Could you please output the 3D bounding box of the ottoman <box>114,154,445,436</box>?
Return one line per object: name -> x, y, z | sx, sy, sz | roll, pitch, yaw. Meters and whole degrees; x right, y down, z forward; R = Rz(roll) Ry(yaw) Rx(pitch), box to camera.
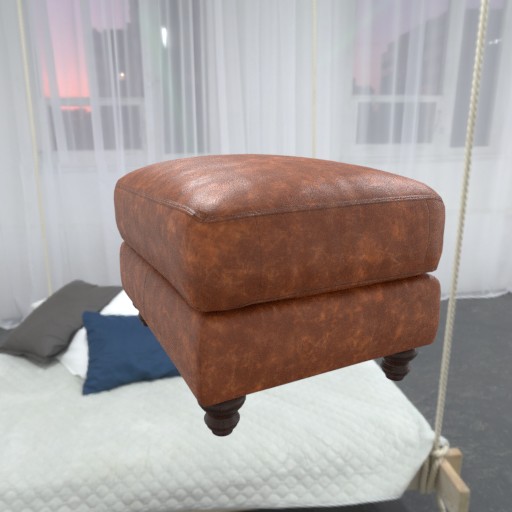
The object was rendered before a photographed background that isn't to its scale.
ottoman -> 0.000, 0.000, 1.258 | 0.657, 0.562, 0.832 | -7, 16, -26
